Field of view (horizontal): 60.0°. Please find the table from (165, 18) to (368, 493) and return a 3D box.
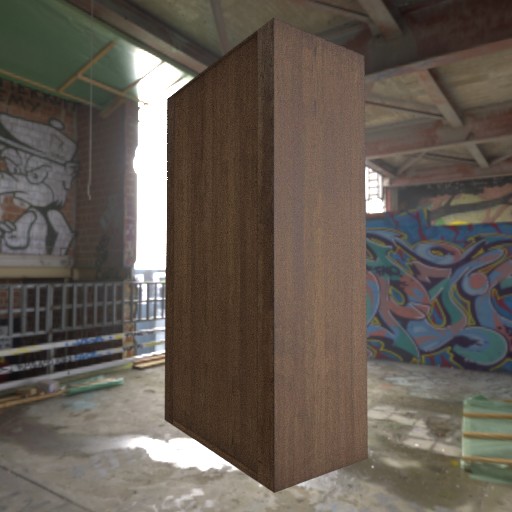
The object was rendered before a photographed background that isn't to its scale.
[{"bbox_3d":[0.000,0.000,2.484,0.600,2.000,1.100,1,-2,-35],"label":"table"}]
